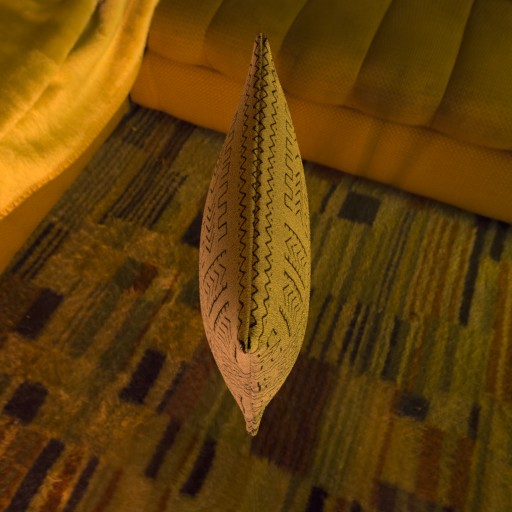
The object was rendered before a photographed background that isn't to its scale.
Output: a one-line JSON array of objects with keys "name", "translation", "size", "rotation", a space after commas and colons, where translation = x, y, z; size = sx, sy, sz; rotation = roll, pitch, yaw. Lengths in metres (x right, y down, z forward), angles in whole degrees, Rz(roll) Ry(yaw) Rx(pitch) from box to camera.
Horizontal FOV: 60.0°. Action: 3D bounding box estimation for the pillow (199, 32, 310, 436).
[{"name": "pillow", "translation": [0.000, 0.000, 0.654], "size": [0.164, 0.430, 0.438], "rotation": [2, 60, 1]}]
